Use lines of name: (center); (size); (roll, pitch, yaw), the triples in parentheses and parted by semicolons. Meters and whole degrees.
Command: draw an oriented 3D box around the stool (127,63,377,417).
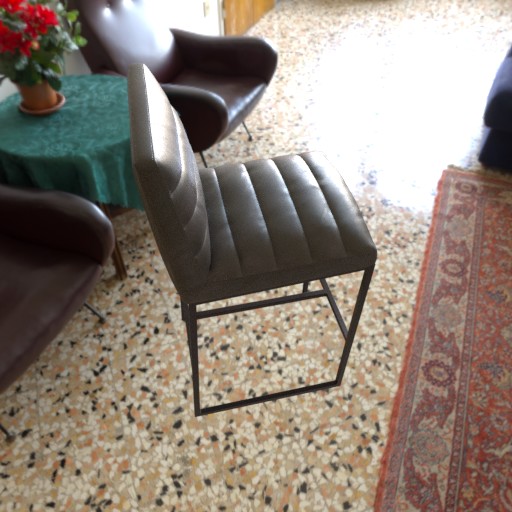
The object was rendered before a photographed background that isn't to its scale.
stool: (0.000, 0.000, 1.351); (0.562, 1.065, 0.463); (-9, 47, -9)
